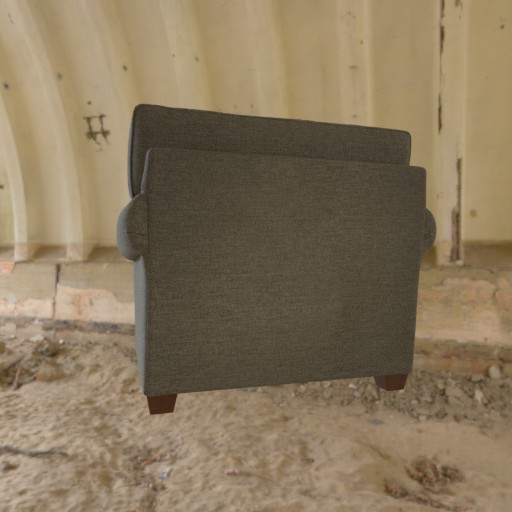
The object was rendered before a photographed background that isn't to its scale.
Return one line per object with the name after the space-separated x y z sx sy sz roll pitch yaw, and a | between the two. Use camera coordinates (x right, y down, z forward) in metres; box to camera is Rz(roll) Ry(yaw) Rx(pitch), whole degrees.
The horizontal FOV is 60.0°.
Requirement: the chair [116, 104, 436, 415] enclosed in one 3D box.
0.000 0.000 1.809 1.092 0.961 0.965 0 0 -17 | chair
